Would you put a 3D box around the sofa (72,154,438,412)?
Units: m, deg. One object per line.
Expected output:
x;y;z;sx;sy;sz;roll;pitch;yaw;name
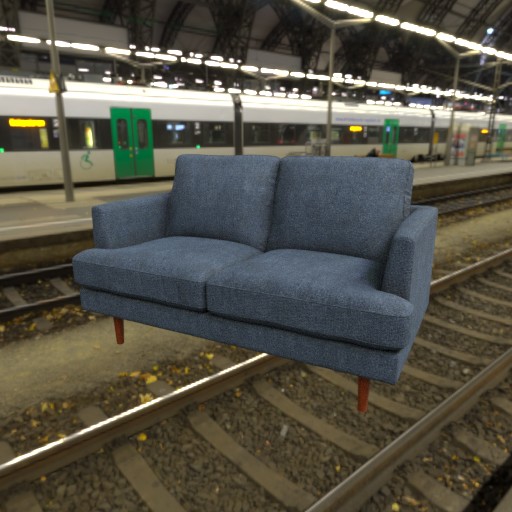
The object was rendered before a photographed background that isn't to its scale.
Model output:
0.000;0.000;2.163;1.582;0.944;0.903;8;17;26;sofa
